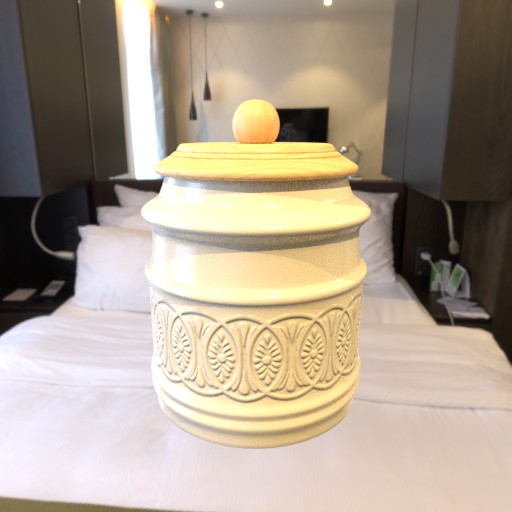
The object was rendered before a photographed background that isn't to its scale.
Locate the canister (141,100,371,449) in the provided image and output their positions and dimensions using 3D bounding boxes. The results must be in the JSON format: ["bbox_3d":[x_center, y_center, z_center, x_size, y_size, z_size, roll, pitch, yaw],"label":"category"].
[{"bbox_3d":[0.000,0.000,0.265,0.130,0.176,0.130,0,15,0],"label":"canister"}]
